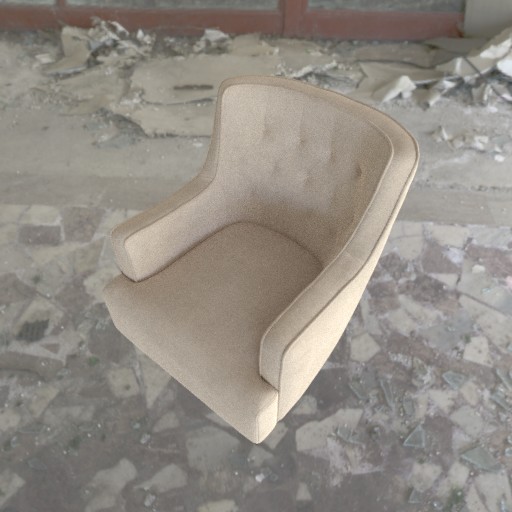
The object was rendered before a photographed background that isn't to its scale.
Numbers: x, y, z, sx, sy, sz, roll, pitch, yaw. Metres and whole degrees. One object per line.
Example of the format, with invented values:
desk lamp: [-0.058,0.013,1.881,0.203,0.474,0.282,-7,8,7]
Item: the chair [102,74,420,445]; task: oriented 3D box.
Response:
chair: [0.000,0.000,1.620,0.781,0.920,0.910,31,55,25]
